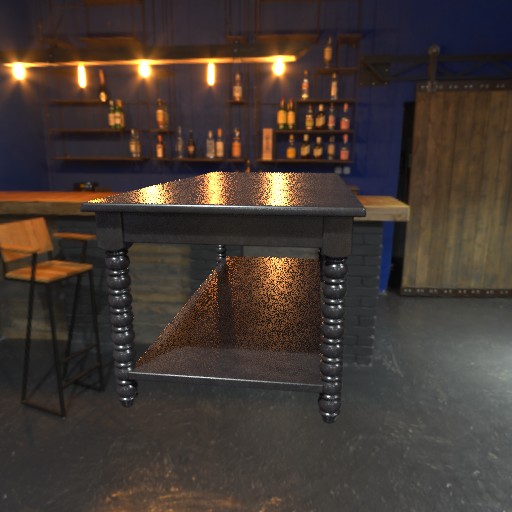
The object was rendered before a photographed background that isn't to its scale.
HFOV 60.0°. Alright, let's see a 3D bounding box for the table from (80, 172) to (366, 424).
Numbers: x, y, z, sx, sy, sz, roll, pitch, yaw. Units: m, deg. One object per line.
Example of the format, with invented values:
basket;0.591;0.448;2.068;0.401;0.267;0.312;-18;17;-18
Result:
table;0.000;0.000;1.482;0.580;0.487;1.171;2;14;7
